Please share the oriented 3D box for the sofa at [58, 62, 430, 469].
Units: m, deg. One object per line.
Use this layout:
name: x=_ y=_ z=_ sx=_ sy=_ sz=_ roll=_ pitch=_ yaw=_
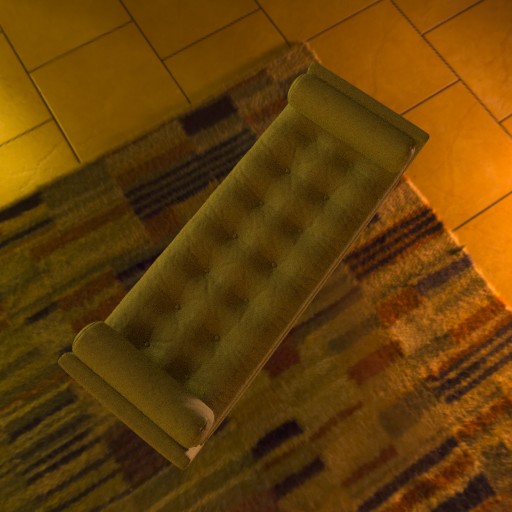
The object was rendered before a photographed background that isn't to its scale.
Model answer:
sofa: x=0.000 y=0.000 z=2.501 sx=0.796 sy=0.705 sz=2.102 roll=36 pitch=78 yaw=9
